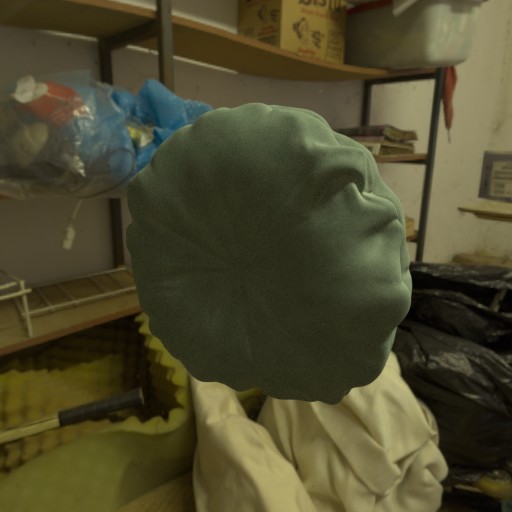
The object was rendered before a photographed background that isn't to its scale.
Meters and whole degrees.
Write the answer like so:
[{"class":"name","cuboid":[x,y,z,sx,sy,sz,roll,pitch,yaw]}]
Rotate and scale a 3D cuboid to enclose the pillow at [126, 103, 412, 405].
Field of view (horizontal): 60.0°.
[{"class":"pillow","cuboid":[0.000,0.000,0.624,0.428,0.407,0.148,8,17,26]}]
